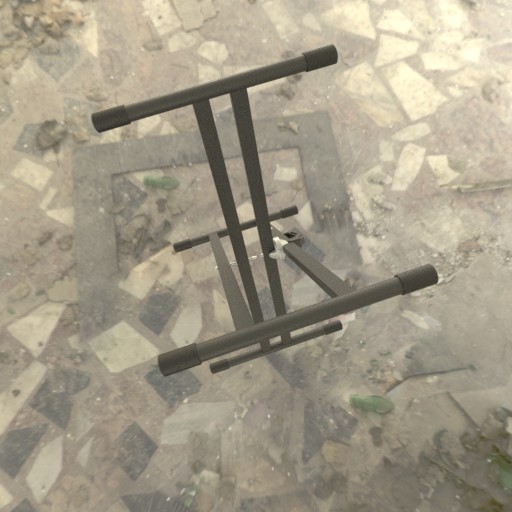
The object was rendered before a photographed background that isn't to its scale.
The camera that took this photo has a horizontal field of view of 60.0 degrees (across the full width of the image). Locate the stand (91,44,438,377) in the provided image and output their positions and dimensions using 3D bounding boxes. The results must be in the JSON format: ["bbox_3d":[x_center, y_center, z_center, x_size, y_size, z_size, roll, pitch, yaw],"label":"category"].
[{"bbox_3d":[0.000,0.000,1.211,0.495,0.900,0.503,-18,76,-5],"label":"stand"}]
